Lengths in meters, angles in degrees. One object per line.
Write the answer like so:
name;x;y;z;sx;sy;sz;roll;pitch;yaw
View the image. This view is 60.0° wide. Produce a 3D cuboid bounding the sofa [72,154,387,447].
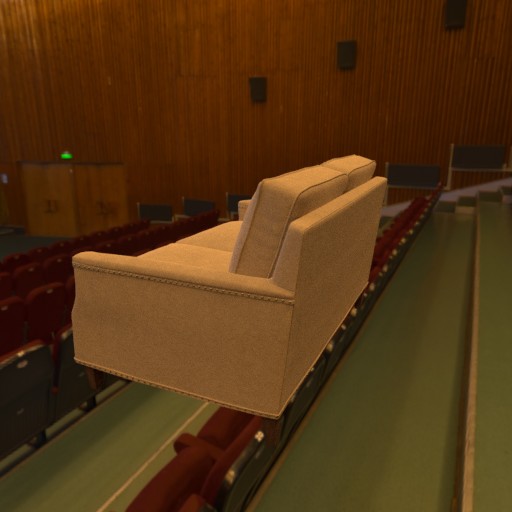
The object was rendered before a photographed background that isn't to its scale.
sofa;0.000;0.000;2.350;1.084;1.002;1.597;8;18;24
